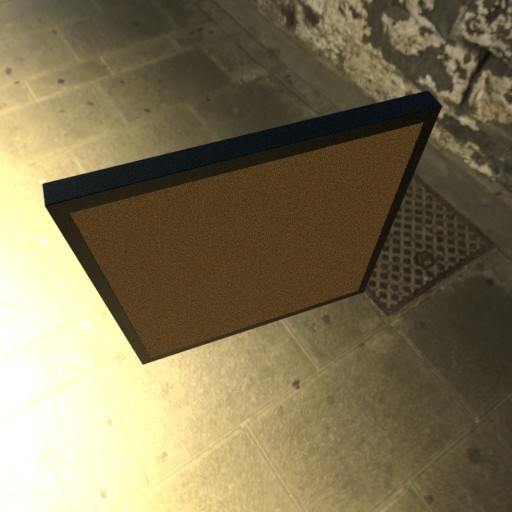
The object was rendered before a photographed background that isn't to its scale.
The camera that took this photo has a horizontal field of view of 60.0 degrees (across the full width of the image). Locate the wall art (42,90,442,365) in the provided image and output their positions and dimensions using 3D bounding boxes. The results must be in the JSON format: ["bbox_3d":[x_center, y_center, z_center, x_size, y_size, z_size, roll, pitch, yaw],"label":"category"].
[{"bbox_3d":[0.000,0.000,0.756,0.508,0.508,0.036,-16,58,-11],"label":"wall art"}]
